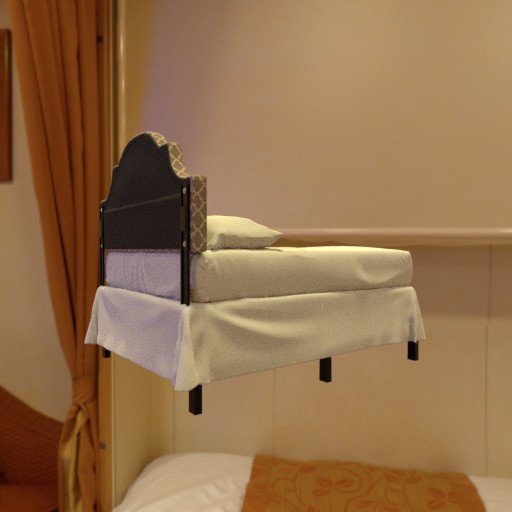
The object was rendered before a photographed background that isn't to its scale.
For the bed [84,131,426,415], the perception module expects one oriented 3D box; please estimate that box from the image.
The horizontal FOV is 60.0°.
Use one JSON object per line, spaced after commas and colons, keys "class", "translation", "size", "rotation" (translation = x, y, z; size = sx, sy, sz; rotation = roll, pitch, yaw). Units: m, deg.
{"class": "bed", "translation": [0.000, 0.000, 3.522], "size": [2.222, 1.633, 1.780], "rotation": [-1, 1, -36]}
